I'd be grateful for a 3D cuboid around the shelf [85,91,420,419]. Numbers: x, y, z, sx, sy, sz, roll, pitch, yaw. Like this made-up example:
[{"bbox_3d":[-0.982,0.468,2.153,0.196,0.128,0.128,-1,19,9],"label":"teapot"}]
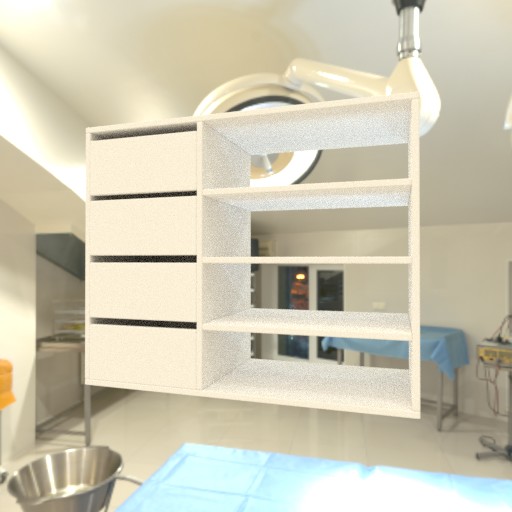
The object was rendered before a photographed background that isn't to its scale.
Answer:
[{"bbox_3d":[0.000,0.000,1.313,0.895,0.732,0.396,0,-1,18],"label":"shelf"}]
